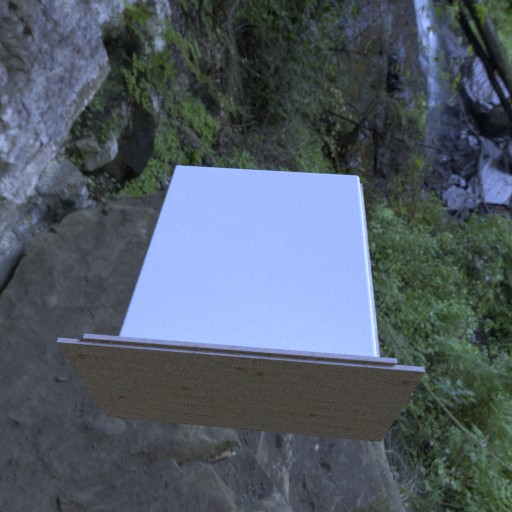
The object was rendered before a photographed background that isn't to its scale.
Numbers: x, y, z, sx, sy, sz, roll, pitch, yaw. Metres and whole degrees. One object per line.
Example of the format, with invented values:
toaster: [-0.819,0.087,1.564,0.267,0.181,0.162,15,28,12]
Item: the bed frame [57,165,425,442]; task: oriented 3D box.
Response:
bed frame: [0.000,0.000,3.125,1.750,0.970,2.080,4,49,3]
